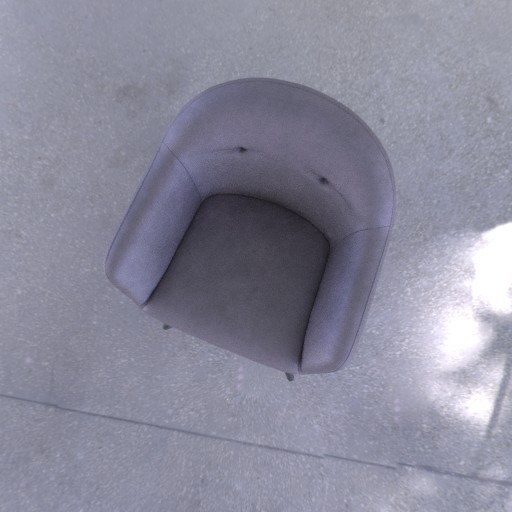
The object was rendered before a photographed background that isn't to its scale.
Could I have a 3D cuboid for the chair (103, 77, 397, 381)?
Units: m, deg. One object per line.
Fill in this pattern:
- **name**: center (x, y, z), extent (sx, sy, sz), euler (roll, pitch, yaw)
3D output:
- **chair**: center (0.000, 0.000, 1.182), extent (0.567, 0.781, 0.544), euler (21, 78, 5)
